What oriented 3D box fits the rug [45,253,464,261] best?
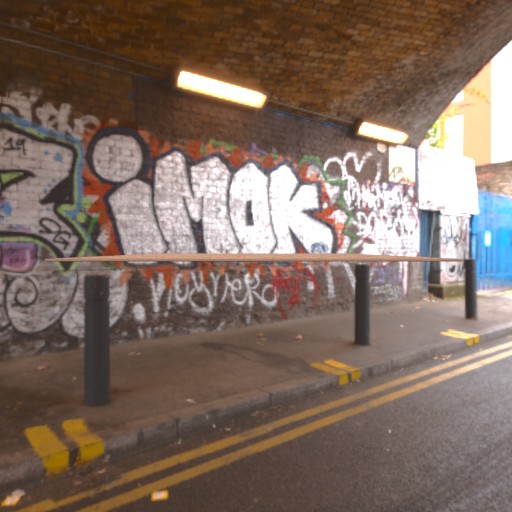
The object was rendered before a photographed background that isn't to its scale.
[{"bbox_3d":[0.000,0.000,4.096,2.446,0.015,3.046,0,1,0],"label":"rug"}]
